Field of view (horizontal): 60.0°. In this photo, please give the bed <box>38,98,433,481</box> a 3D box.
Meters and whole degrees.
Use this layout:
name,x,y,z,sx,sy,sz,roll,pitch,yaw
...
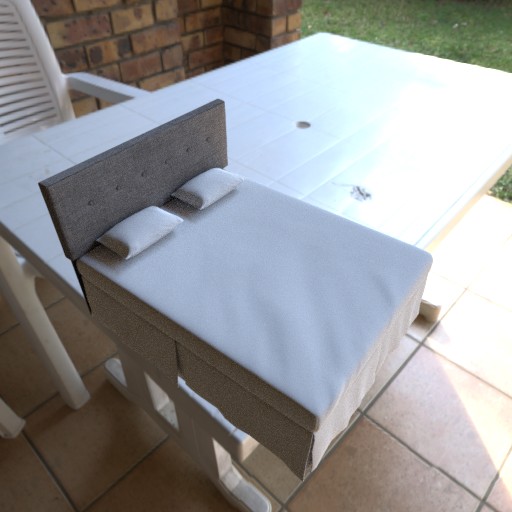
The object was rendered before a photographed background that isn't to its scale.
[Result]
name,x,y,z,sx,sy,sz,roll,pitch,yaw
bed,0.000,0.000,2.954,1.958,1.168,1.621,27,48,27
